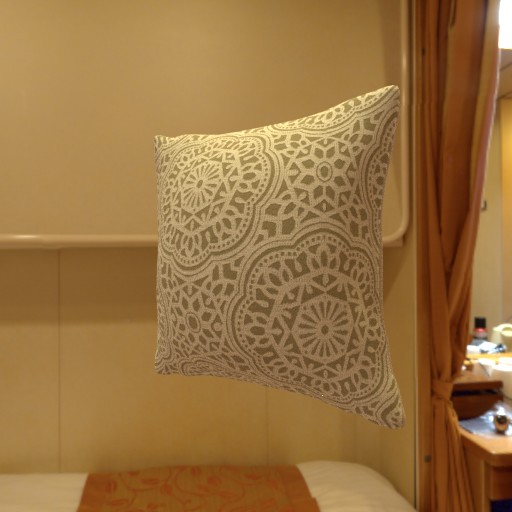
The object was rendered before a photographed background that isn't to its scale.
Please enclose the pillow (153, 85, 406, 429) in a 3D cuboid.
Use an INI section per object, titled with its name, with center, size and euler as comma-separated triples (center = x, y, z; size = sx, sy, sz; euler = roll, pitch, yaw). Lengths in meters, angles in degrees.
[pillow]
center = 0.000, 0.000, 0.659
size = 0.438, 0.421, 0.167
euler = 0, 0, 35
